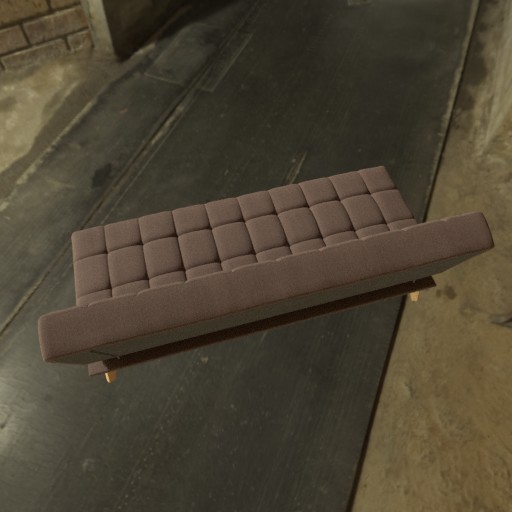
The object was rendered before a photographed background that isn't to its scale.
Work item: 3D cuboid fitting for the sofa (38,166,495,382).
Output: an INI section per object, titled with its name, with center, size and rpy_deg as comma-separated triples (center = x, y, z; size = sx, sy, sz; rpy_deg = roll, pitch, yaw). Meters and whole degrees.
[sofa]
center = 0.000, 0.000, 2.177
size = 1.800, 0.810, 0.860
rpy_deg = -13, 59, -8
